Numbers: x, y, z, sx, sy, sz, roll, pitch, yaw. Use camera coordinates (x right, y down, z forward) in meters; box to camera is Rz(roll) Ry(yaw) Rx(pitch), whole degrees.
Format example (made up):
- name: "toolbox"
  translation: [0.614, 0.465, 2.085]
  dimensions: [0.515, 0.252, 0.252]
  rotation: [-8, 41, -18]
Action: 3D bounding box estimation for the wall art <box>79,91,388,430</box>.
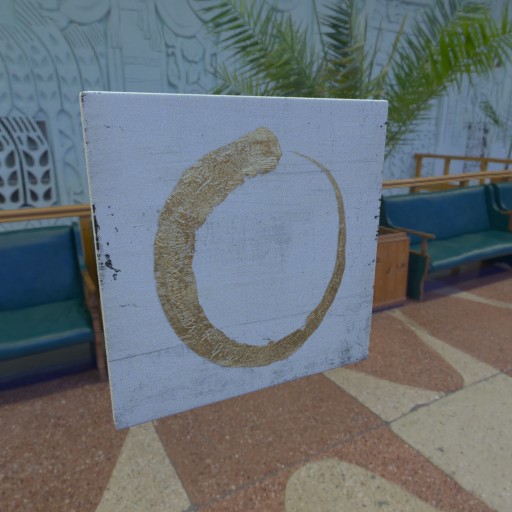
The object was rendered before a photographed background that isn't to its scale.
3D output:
- name: "wall art"
  translation: [0.000, 0.000, 1.126]
  dimensions: [0.762, 0.762, 0.038]
  rotation: [-8, 18, -25]
